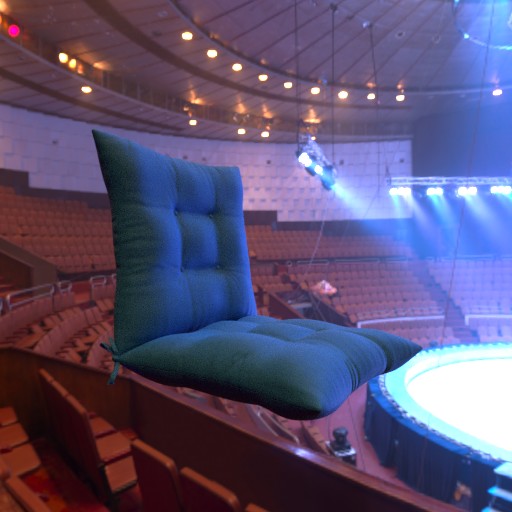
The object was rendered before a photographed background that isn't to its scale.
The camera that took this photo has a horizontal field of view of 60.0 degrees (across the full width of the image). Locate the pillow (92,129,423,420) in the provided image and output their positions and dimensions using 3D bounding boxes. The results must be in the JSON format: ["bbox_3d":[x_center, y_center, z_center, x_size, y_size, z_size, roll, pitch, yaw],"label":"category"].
[{"bbox_3d":[0.000,0.000,0.984,0.585,0.536,0.541,0,0,36],"label":"pillow"}]
